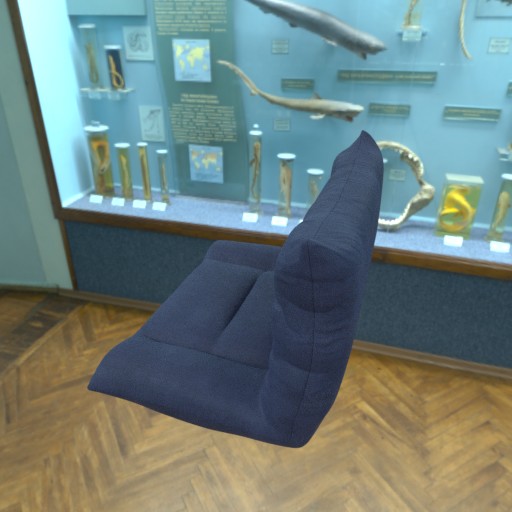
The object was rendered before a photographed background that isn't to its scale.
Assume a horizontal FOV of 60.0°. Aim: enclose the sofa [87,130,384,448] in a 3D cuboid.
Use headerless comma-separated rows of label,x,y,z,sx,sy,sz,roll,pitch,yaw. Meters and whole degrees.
sofa,0.000,0.000,1.707,0.849,0.778,1.122,9,29,16
